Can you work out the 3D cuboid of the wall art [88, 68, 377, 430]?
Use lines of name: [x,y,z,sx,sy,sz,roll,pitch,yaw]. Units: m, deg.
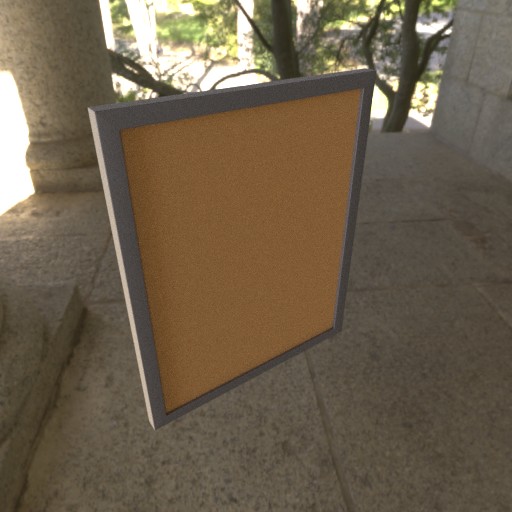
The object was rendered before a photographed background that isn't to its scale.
wall art: [0.000,0.000,0.763,0.458,0.558,0.029,-20,37,-29]
